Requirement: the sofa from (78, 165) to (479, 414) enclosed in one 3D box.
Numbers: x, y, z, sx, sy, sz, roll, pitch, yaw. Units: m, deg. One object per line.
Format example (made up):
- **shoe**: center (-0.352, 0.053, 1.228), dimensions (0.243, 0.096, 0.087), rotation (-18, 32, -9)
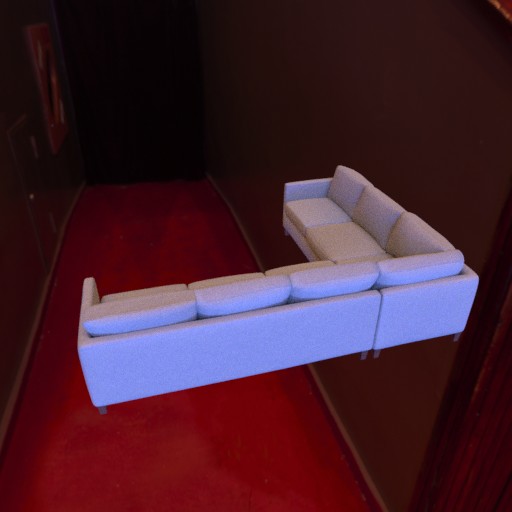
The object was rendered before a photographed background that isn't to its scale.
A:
- **sofa**: center (0.000, 0.000, 4.571), dimensions (3.301, 0.947, 2.592), rotation (-8, 31, -13)
